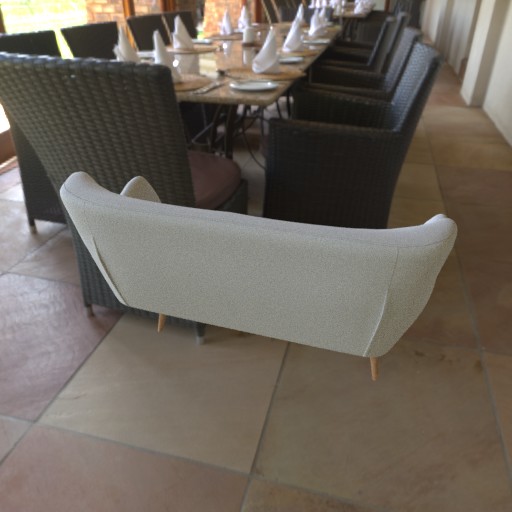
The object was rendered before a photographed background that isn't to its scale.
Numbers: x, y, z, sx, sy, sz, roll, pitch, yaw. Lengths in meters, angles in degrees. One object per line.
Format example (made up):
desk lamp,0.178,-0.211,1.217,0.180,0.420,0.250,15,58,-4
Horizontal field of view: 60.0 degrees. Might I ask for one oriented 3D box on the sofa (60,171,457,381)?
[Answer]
sofa,0.000,0.000,2.391,1.930,0.890,0.899,9,32,15
